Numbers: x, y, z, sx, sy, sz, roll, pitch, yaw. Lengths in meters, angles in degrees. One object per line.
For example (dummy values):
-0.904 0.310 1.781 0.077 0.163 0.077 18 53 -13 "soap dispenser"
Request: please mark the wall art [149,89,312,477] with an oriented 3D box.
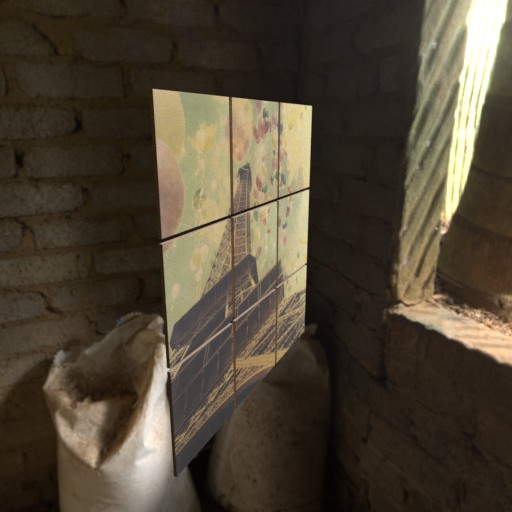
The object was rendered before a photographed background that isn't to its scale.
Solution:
0.000 0.000 1.834 0.013 1.218 1.219 8 18 25 "wall art"
